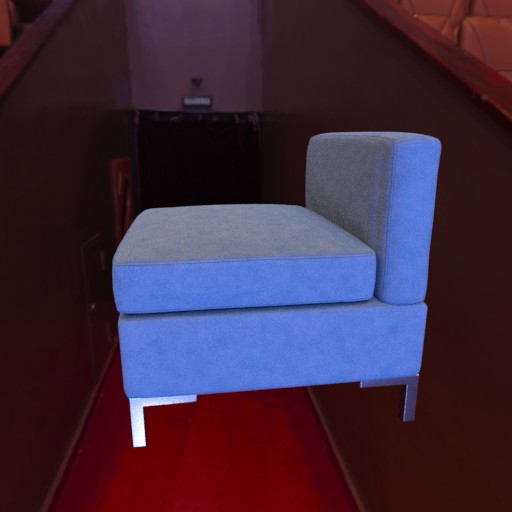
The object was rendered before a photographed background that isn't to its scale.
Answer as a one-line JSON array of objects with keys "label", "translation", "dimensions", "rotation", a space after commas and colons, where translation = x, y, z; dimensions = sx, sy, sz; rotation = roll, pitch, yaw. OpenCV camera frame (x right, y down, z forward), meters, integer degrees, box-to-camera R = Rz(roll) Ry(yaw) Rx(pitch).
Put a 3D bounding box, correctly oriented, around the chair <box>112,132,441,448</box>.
[{"label": "chair", "translation": [0.000, 0.000, 1.225], "dimensions": [0.685, 0.660, 0.684], "rotation": [-2, 15, -8]}]
